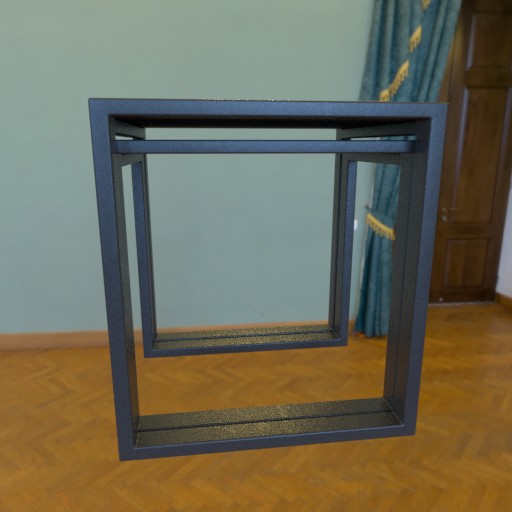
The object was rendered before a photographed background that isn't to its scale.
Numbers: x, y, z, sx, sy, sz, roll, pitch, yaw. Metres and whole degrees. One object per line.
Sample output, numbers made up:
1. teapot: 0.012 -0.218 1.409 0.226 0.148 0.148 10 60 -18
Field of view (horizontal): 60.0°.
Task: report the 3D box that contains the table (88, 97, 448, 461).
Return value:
1. table: 0.000 0.000 0.886 0.500 0.550 0.449 -2 14 -7
